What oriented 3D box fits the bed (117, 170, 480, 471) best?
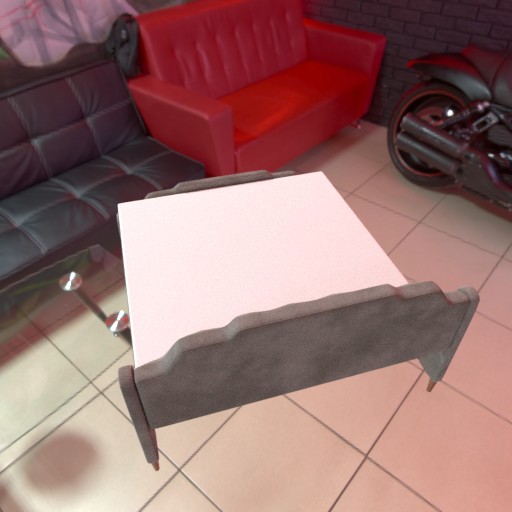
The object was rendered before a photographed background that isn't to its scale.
[{"bbox_3d":[0.000,0.000,3.468,2.074,1.245,2.340,-11,43,-12],"label":"bed"}]
